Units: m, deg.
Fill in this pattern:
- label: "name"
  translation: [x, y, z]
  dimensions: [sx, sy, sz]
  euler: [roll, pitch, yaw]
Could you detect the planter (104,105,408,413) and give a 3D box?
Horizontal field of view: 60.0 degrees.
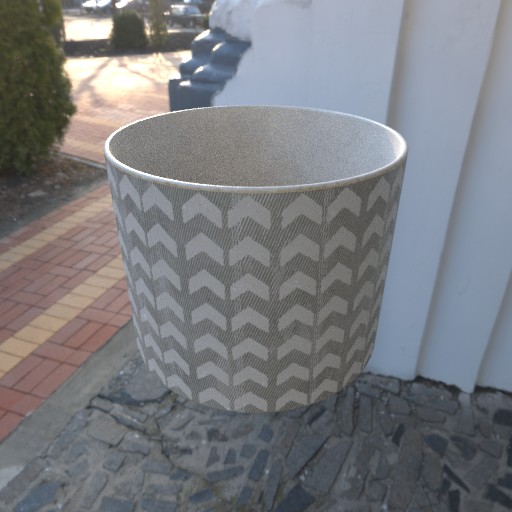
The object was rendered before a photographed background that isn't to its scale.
- label: "planter"
  translation: [0.000, 0.000, 0.333]
  dimensions: [0.190, 0.181, 0.190]
  euler: [0, 30, 0]
